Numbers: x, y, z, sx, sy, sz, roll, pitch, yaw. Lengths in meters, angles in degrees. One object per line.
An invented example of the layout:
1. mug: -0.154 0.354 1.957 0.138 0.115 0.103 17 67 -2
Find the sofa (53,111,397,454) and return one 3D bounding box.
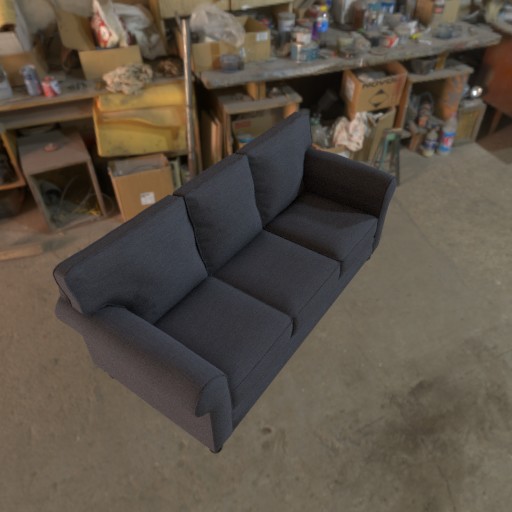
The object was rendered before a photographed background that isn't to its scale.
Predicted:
1. sofa: 0.000 0.000 2.642 0.909 0.966 2.084 25 47 26
